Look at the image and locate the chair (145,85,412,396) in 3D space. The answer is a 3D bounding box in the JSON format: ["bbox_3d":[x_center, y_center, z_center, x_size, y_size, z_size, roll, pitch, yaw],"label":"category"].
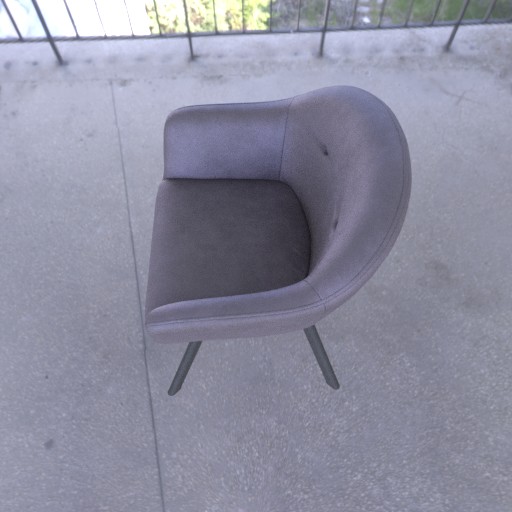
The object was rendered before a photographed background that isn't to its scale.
[{"bbox_3d":[0.000,0.000,1.115,0.544,0.781,0.567,-2,59,-1],"label":"chair"}]
